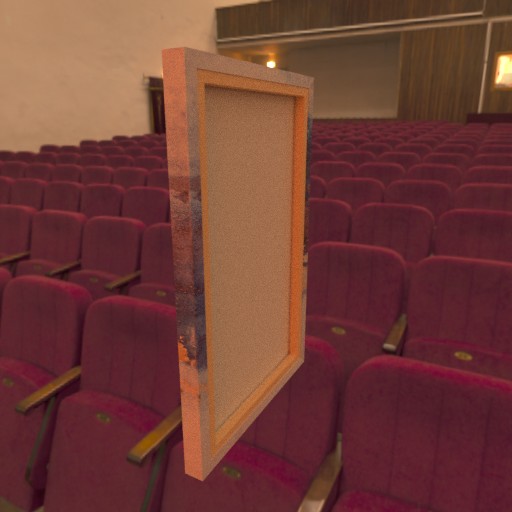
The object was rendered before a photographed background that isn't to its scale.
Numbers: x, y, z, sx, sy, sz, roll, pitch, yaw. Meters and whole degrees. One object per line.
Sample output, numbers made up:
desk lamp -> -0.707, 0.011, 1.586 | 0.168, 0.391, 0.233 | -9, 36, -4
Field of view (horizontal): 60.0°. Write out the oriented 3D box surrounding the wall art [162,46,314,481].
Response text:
wall art -> 0.000, 0.000, 1.106 | 0.048, 0.874, 0.583 | 9, 19, 27
